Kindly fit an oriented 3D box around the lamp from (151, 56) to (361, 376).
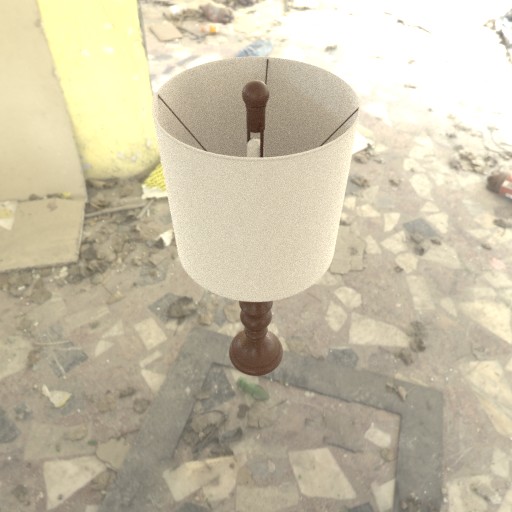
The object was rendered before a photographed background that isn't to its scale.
[{"bbox_3d":[0.000,0.000,0.737,0.250,0.597,0.250,6,47,5],"label":"lamp"}]
